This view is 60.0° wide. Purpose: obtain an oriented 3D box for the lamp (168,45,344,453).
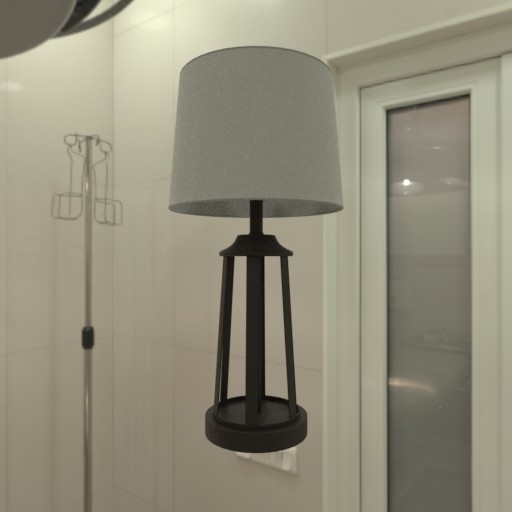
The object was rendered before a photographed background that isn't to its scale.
[{"bbox_3d":[0.000,0.000,0.646,0.251,0.509,0.251,0,0,0],"label":"lamp"}]
